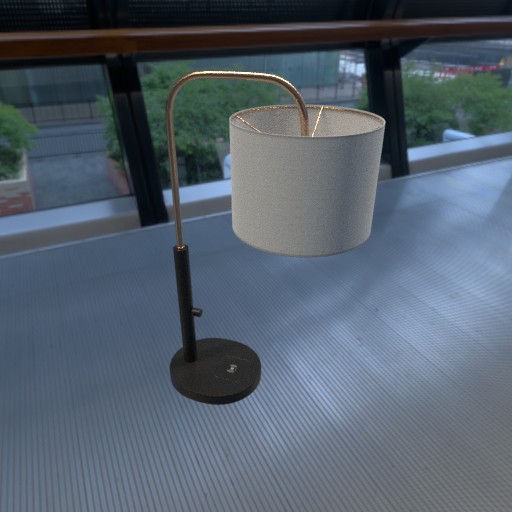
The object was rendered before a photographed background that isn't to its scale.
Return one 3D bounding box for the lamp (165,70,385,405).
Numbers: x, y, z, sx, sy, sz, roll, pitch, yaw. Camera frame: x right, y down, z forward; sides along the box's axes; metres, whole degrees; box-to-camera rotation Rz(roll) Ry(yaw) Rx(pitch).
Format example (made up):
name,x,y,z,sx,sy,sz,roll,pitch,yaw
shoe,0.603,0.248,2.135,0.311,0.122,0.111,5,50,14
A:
name,x,y,z,sx,sy,sz,roll,pitch,yaw
lamp,0.000,0.000,0.699,0.337,0.540,0.199,9,30,17
